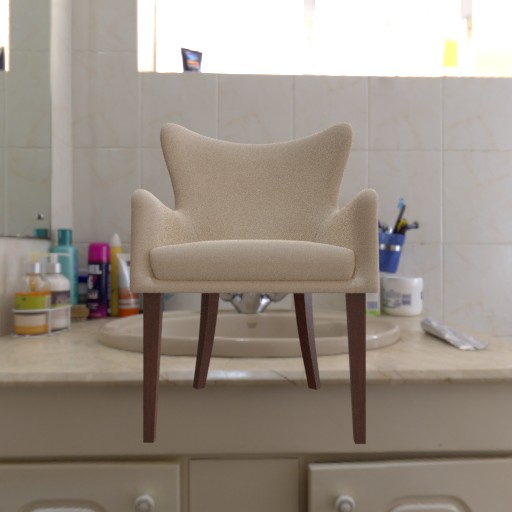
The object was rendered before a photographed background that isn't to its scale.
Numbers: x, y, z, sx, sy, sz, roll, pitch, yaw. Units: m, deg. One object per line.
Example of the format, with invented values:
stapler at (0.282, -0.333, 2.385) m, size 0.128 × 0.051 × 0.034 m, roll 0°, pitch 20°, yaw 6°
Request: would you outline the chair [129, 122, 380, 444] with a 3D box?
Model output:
chair at (0.000, 0.000, 1.499) m, size 0.696 × 0.990 × 0.744 m, roll 0°, pitch -1°, yaw 1°
